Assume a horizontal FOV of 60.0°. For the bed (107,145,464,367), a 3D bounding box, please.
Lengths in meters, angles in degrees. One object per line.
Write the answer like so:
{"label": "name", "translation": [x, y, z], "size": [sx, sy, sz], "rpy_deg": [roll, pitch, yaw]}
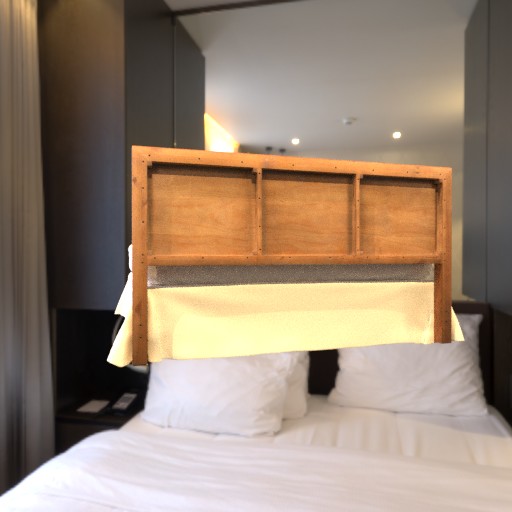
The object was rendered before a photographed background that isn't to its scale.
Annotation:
{"label": "bed", "translation": [0.000, 0.000, 3.609], "size": [2.255, 1.158, 2.165], "rpy_deg": [0, 0, -17]}
